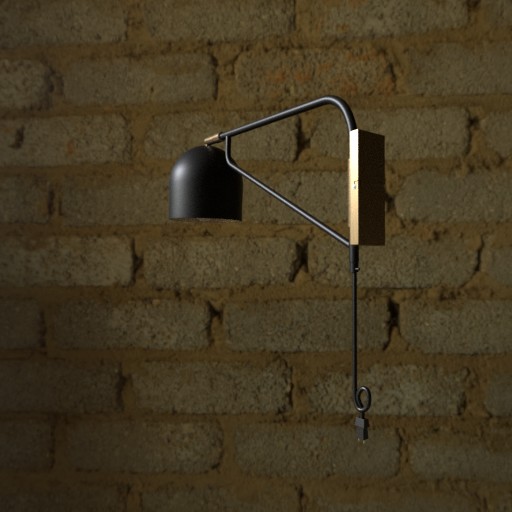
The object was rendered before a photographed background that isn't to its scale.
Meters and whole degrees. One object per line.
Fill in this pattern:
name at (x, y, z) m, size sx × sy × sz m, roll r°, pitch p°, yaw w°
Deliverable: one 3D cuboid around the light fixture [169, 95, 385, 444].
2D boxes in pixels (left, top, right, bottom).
light fixture at (0.000, 0.000, 1.091) m, size 0.215 × 0.696 × 0.720 m, roll 1°, pitch -1°, yaw -35°
